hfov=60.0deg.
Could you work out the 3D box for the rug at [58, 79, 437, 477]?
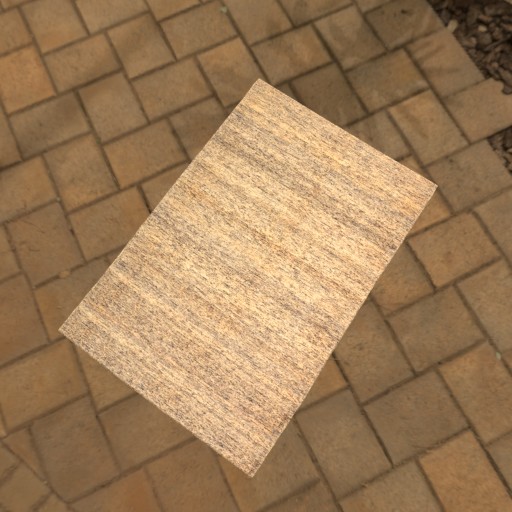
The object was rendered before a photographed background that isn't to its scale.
[{"bbox_3d":[0.000,0.000,2.410,1.243,0.014,1.846,34,78,8],"label":"rug"}]
